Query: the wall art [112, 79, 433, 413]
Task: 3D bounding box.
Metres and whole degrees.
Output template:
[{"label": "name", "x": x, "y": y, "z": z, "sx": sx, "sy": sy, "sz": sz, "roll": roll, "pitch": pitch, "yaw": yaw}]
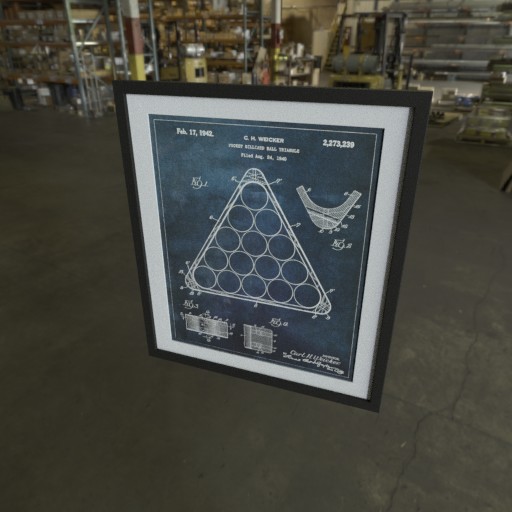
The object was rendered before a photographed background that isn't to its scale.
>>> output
[{"label": "wall art", "x": 0.000, "y": 0.000, "z": 1.195, "sx": 0.755, "sy": 0.863, "sz": 0.028, "roll": 9, "pitch": 28, "yaw": 18}]
